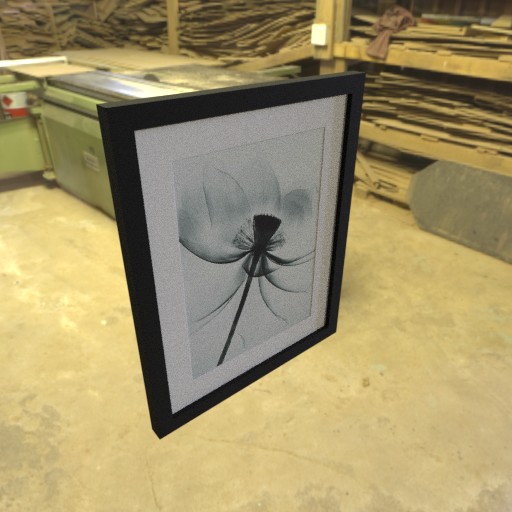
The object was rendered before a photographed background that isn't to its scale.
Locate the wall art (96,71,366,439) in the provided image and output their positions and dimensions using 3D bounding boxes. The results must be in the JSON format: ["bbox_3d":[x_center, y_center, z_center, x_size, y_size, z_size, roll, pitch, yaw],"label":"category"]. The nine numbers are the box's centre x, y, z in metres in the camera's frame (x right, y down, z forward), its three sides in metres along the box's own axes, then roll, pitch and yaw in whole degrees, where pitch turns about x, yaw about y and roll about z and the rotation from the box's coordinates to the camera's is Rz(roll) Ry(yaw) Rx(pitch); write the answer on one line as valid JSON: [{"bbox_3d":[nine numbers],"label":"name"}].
[{"bbox_3d":[0.000,0.000,0.769,0.457,0.559,0.029,-22,36,-33],"label":"wall art"}]
